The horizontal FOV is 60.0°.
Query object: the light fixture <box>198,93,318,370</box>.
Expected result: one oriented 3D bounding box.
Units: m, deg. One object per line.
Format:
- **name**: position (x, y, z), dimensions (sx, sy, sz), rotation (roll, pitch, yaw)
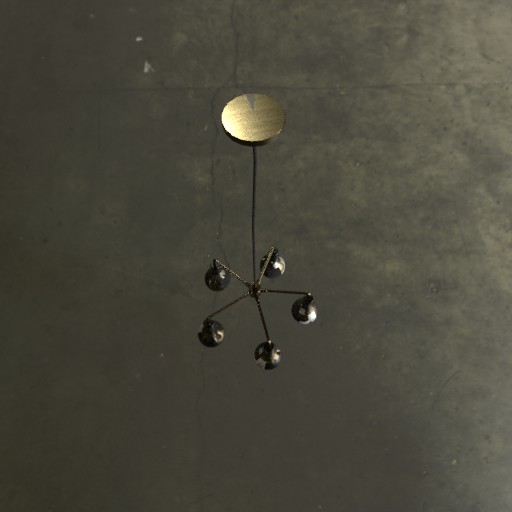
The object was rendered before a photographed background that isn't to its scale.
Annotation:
- **light fixture**: position (0.000, 0.000, 1.191), dimensions (0.438, 0.988, 0.421), rotation (-13, 64, -7)
